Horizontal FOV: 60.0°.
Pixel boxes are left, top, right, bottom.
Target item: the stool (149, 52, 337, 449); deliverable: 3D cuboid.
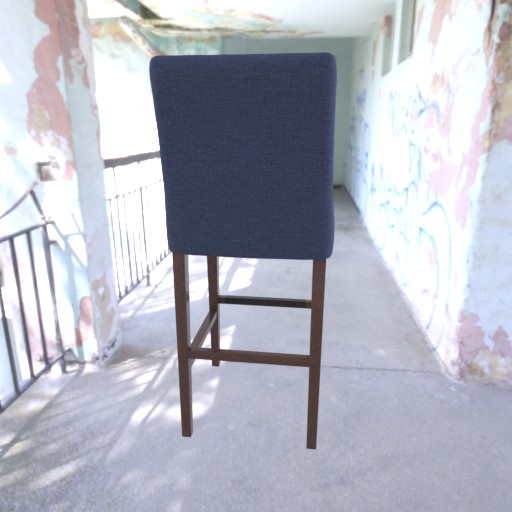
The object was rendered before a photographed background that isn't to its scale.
[{"bbox_3d":[0.000,0.000,1.362,0.470,1.078,0.577,2,17,8],"label":"stool"}]
